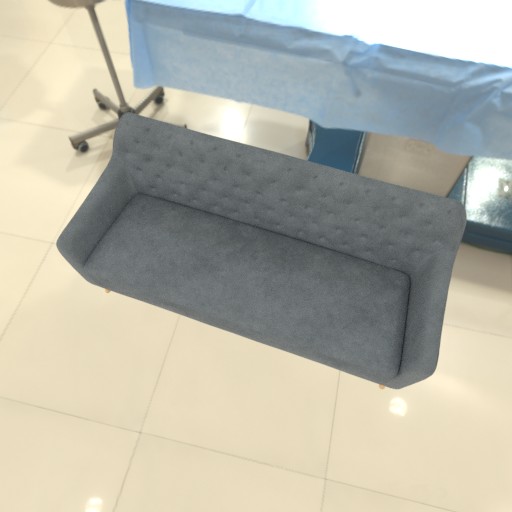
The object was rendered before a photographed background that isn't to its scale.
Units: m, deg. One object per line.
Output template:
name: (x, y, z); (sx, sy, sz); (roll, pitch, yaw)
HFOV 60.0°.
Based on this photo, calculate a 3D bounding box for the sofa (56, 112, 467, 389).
sofa: (0.000, 0.000, 2.428); (1.975, 0.832, 0.841); (17, 61, 10)
